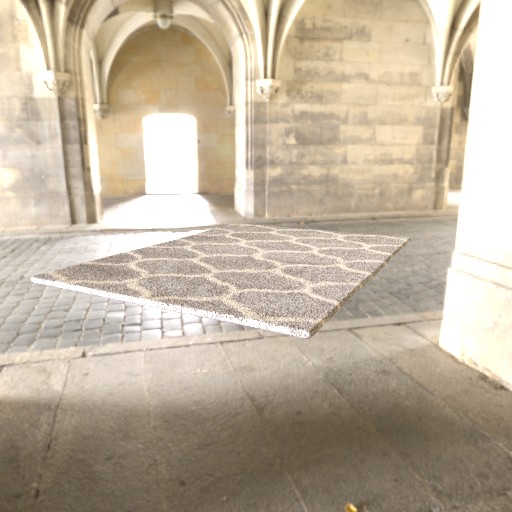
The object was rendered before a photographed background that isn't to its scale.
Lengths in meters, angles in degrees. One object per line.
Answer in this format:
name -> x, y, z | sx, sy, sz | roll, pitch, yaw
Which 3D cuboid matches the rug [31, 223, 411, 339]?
rug -> 0.000, 0.000, 2.178 | 1.200, 0.025, 1.600 | 7, 15, 27
